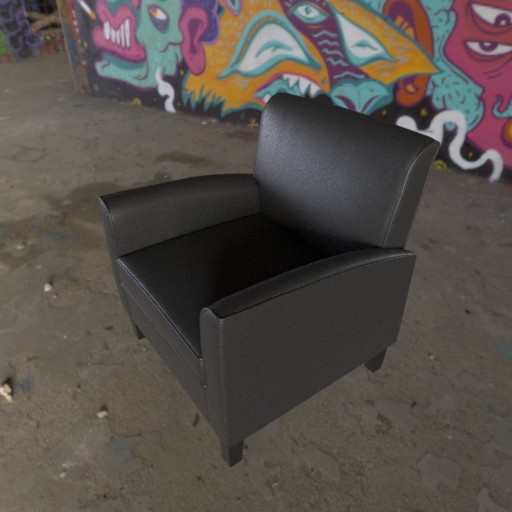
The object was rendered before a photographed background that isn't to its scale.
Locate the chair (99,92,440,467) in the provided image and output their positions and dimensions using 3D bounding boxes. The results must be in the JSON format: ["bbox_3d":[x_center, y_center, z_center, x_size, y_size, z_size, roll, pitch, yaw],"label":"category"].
[{"bbox_3d":[0.000,0.000,1.582,0.819,0.916,0.820,-22,39,-29],"label":"chair"}]
